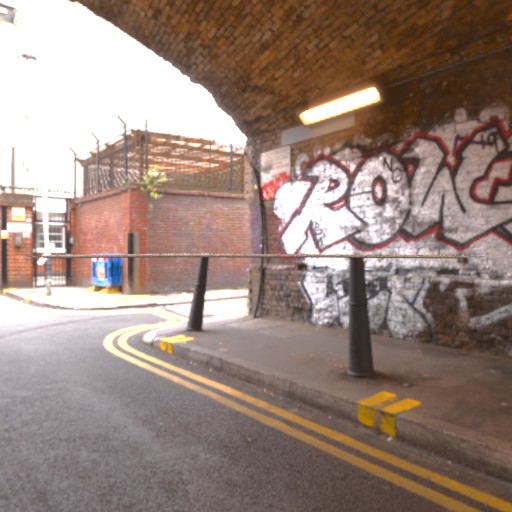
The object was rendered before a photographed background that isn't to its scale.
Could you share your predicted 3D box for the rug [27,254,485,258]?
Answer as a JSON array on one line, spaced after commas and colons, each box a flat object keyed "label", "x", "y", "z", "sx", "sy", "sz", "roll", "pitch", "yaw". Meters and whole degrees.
[{"label": "rug", "x": 0.000, "y": 0.000, "z": 4.874, "sx": 3.585, "sy": 0.036, "sz": 2.892, "roll": 0, "pitch": 0, "yaw": 0}]
